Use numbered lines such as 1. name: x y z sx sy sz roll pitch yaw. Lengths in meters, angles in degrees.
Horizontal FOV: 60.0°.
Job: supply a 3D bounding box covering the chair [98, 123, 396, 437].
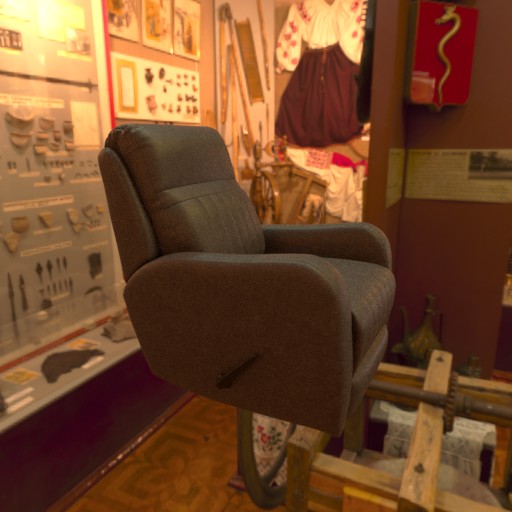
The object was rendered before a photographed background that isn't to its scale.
1. chair: 0.000 0.000 1.843 1.067 1.067 0.865 7 16 26
